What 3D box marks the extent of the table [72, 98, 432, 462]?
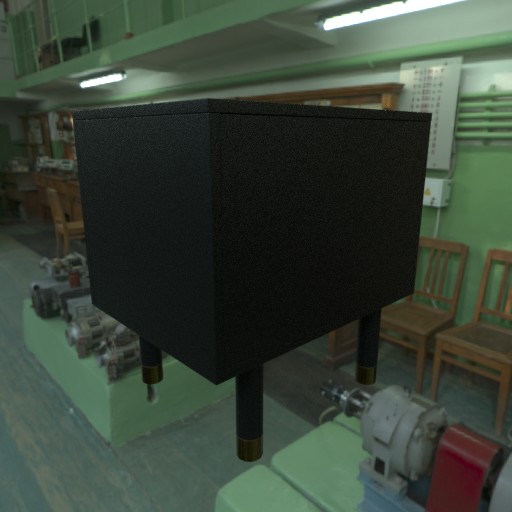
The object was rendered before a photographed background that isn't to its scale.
[{"bbox_3d":[0.000,0.000,0.946,0.564,0.584,0.441,-14,21,-41],"label":"table"}]
